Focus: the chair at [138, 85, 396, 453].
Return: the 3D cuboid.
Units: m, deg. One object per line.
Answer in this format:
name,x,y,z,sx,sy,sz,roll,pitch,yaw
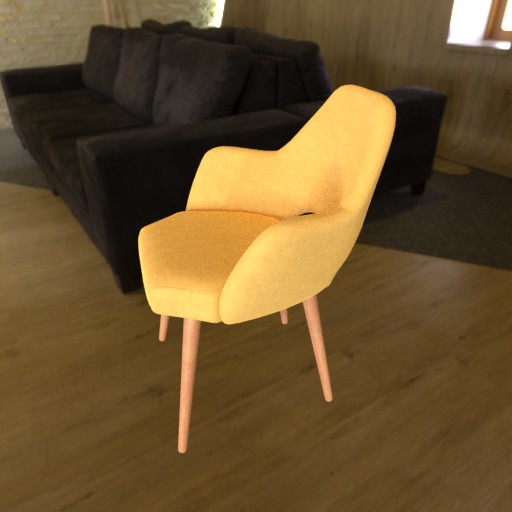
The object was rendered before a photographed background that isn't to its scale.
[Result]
chair,0.000,0.000,1.214,0.610,0.840,0.590,-9,31,-15
